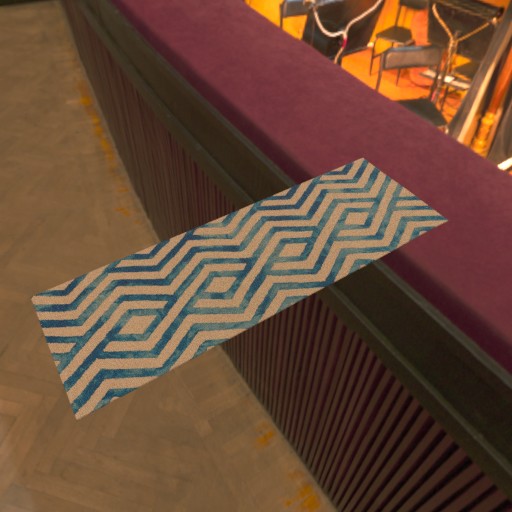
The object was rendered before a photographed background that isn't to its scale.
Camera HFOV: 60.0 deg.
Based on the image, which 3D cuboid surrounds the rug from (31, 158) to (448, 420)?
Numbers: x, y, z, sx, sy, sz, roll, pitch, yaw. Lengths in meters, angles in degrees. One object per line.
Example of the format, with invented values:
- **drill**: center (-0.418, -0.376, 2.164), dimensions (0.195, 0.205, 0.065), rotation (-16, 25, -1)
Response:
- **rug**: center (0.000, 0.000, 1.629), dimensions (1.492, 0.007, 0.503), rotation (-25, 52, -21)
